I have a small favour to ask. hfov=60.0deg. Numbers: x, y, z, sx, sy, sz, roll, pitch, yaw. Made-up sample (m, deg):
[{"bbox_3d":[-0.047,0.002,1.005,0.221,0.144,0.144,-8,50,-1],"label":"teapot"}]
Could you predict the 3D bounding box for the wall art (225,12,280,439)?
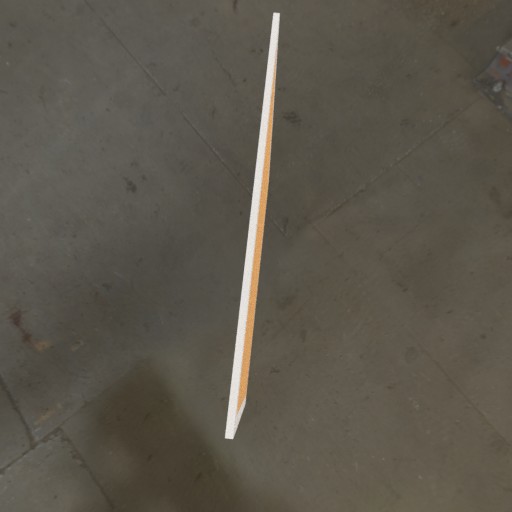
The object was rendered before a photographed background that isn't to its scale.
[{"bbox_3d":[0.000,0.000,0.818,0.009,0.559,0.558,6,75,2],"label":"wall art"}]
